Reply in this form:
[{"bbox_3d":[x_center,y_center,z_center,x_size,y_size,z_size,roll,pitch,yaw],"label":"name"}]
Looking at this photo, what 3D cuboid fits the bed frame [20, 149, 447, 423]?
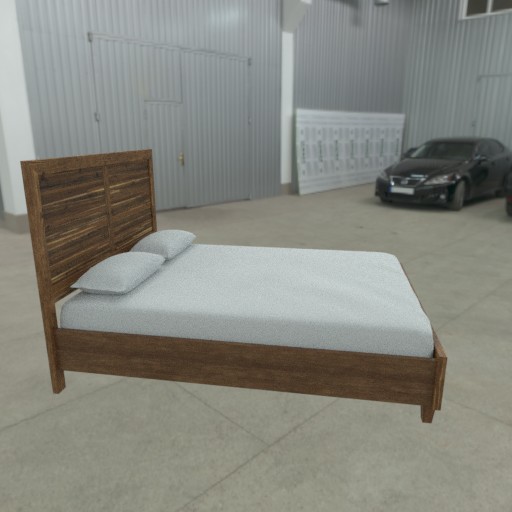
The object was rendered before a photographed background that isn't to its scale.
[{"bbox_3d":[0.000,0.000,3.181,2.276,1.417,1.696,3,16,10],"label":"bed frame"}]
